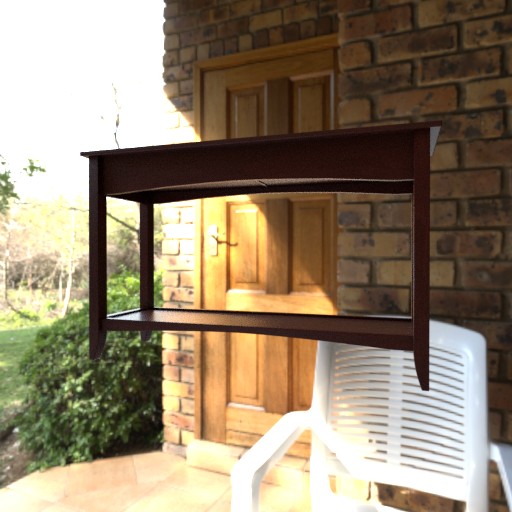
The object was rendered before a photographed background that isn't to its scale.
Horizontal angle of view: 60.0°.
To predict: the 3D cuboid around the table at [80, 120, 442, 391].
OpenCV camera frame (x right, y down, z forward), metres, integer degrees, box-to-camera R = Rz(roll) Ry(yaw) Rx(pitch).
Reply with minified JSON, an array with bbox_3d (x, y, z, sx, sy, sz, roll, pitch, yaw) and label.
[{"bbox_3d":[0.000,0.000,1.569,1.188,0.739,0.392,0,1,18],"label":"table"}]
